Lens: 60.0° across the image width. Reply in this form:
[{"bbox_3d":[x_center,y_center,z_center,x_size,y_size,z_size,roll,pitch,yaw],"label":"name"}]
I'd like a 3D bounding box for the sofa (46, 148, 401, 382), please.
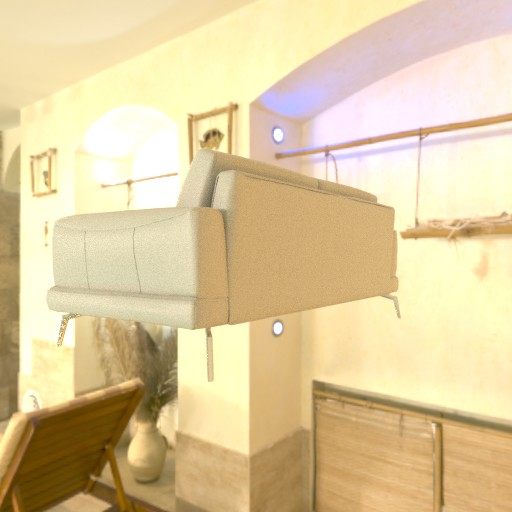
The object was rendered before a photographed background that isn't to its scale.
[{"bbox_3d":[0.000,0.000,2.755,1.121,0.930,2.177,0,0,37],"label":"sofa"}]
